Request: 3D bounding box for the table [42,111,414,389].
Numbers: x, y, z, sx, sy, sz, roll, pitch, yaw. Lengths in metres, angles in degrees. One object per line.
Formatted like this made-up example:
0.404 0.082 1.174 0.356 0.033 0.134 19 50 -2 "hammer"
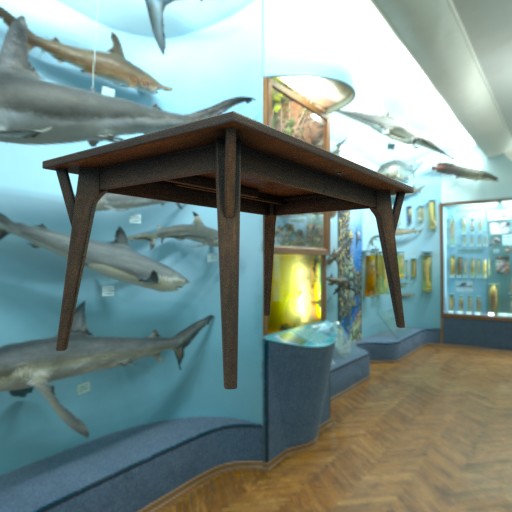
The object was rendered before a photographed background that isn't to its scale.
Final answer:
0.000 0.000 2.079 0.990 0.761 1.524 -1 -1 37 "table"
